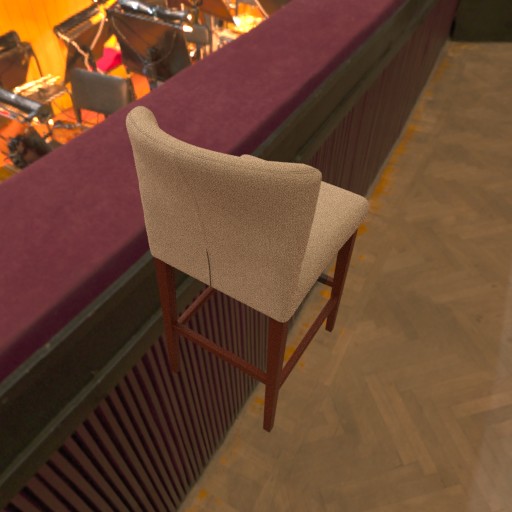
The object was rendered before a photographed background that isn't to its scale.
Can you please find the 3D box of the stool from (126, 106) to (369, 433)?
[{"bbox_3d":[0.000,0.000,1.373,0.481,1.069,0.568,25,51,22],"label":"stool"}]
